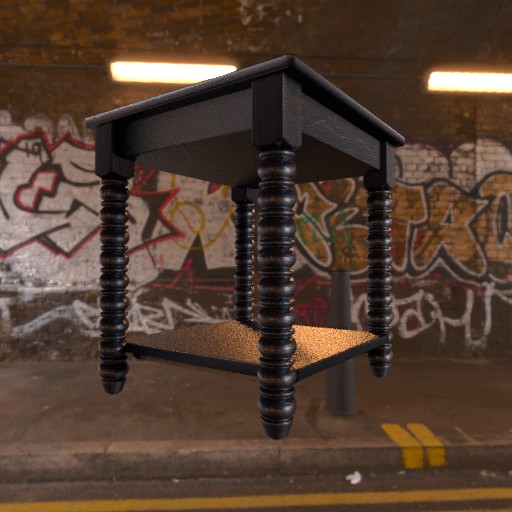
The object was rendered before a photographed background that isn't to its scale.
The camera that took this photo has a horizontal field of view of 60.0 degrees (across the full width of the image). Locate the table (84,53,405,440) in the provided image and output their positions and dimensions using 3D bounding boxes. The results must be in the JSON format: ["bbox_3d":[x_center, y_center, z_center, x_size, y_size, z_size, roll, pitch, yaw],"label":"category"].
[{"bbox_3d":[0.000,0.000,0.983,0.500,0.567,0.533,-1,-1,35],"label":"table"}]
